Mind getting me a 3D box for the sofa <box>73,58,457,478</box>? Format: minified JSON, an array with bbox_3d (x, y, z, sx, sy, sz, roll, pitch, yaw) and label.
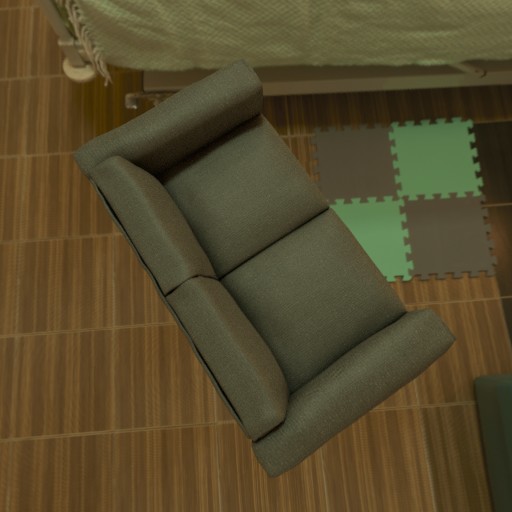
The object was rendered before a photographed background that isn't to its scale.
[{"bbox_3d":[0.000,0.000,2.158,0.960,0.656,1.690,-33,78,-8],"label":"sofa"}]
